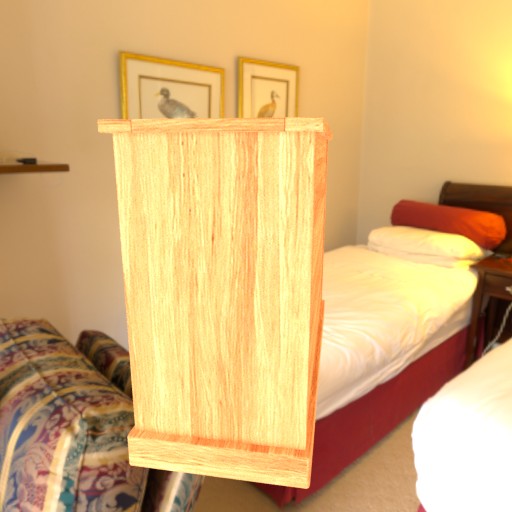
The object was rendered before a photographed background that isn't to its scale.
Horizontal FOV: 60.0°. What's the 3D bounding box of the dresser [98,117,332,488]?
[{"bbox_3d":[0.000,0.000,1.333,0.410,0.740,0.990,2,14,10],"label":"dresser"}]
